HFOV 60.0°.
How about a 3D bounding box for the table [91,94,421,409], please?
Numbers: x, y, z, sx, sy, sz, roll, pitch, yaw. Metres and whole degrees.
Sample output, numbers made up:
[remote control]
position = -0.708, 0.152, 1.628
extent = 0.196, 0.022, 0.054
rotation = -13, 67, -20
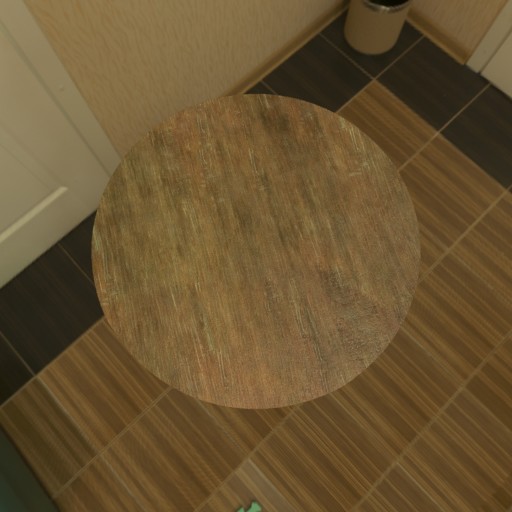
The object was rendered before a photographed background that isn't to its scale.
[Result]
[table]
position = 0.000, 0.000, 1.533
extent = 0.974, 0.450, 0.974
rotation = 0, 75, 0
